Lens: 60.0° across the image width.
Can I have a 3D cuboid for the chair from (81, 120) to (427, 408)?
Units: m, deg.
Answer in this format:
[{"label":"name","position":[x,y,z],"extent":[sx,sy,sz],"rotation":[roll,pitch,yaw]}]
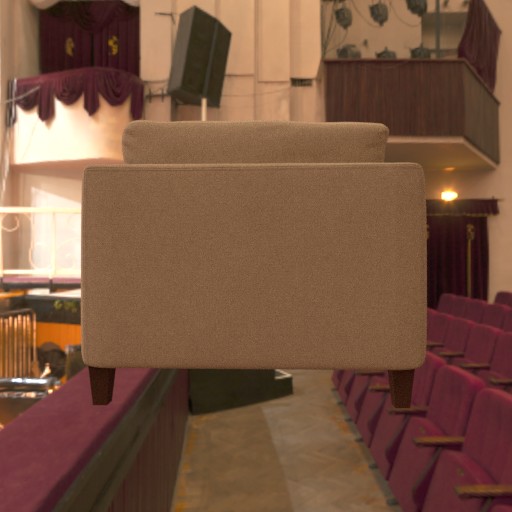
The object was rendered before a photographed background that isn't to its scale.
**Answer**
[{"label":"chair","position":[0.000,0.000,1.839],"extent":[1.107,0.961,0.959],"rotation":[0,-1,2]}]
